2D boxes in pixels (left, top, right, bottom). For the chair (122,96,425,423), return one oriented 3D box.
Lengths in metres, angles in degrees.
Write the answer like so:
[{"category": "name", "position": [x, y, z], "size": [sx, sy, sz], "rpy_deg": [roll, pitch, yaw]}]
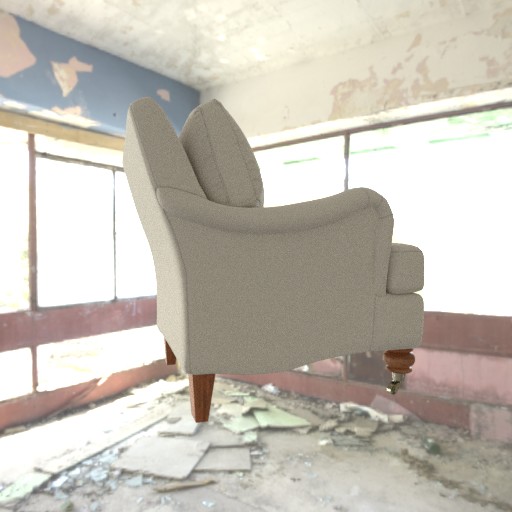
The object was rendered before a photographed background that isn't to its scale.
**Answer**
[{"category": "chair", "position": [0.000, 0.000, 1.879], "size": [1.070, 1.038, 0.955], "rpy_deg": [0, 0, -18]}]
